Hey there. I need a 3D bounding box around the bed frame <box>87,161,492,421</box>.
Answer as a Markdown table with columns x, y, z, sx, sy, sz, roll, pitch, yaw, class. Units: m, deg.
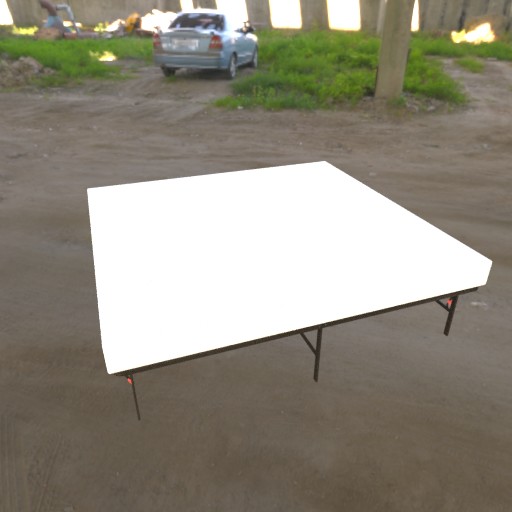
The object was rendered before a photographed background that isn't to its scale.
| x | y | z | sx | sy | sz | roll | pitch | yaw | class |
| --- | --- | --- | --- | --- | --- | --- | --- | --- | --- |
| 0.000 | 0.000 | 3.027 | 2.032 | 0.559 | 1.930 | -10 | 31 | -17 | bed frame |
